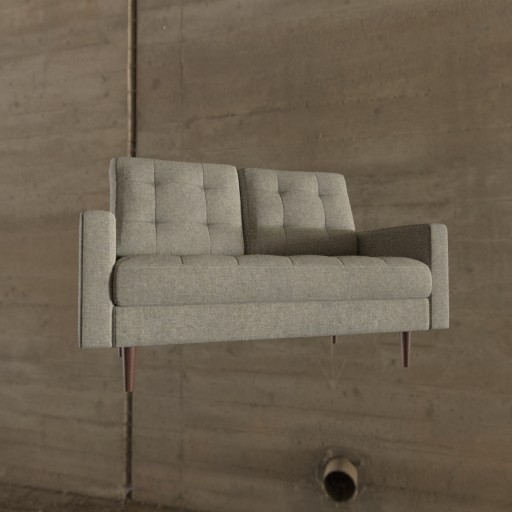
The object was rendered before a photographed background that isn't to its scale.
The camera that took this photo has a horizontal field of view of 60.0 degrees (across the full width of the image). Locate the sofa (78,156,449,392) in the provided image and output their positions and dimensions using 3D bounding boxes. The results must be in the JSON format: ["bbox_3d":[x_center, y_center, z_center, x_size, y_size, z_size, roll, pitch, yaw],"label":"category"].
[{"bbox_3d":[0.000,0.000,1.938,1.407,0.907,0.842,1,-2,-19],"label":"sofa"}]
